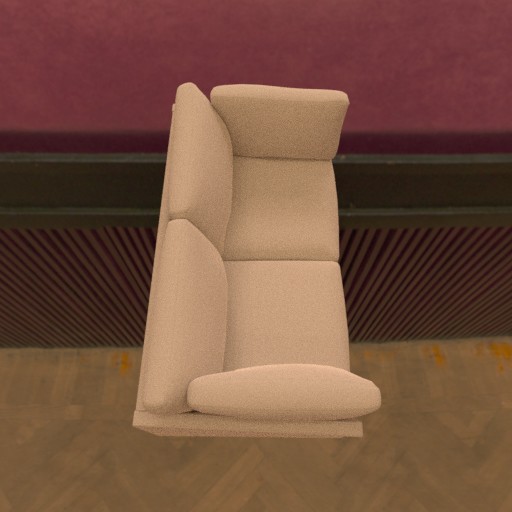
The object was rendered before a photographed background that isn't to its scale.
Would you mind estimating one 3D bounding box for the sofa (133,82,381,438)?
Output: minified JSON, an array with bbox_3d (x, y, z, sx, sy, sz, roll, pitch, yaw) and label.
[{"bbox_3d":[0.000,0.000,2.323,0.970,0.836,1.776,1,64,0],"label":"sofa"}]
